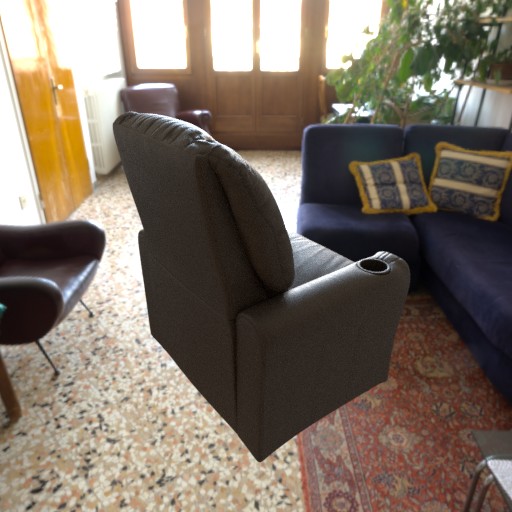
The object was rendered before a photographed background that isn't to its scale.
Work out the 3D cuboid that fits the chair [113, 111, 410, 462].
[{"bbox_3d":[0.000,0.000,1.119,0.521,0.709,0.610,-18,31,-32],"label":"chair"}]
